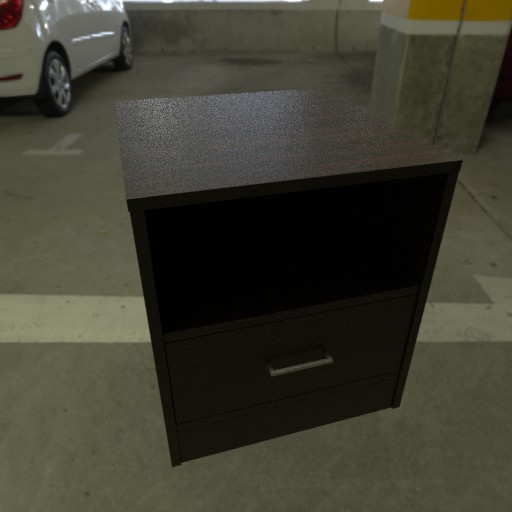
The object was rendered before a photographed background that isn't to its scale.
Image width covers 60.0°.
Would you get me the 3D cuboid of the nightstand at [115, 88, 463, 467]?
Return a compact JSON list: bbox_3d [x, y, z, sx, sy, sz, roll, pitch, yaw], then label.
[{"bbox_3d":[0.000,0.000,0.789,0.400,0.460,0.461,-9,33,-14],"label":"nightstand"}]
